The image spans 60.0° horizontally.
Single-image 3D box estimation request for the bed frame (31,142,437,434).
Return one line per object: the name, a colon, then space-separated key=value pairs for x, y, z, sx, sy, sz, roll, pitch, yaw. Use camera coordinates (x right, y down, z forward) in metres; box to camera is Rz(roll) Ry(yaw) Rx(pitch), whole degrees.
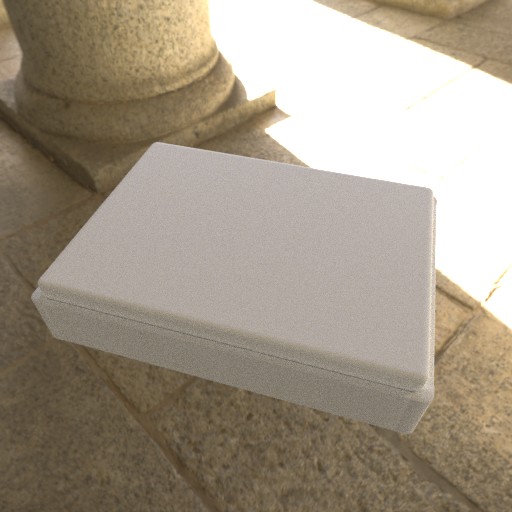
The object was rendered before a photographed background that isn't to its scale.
bed frame: x=0.000 y=0.000 z=2.509 sx=1.900 sy=0.406 sz=1.400 roll=12 pitch=47 yaw=11
